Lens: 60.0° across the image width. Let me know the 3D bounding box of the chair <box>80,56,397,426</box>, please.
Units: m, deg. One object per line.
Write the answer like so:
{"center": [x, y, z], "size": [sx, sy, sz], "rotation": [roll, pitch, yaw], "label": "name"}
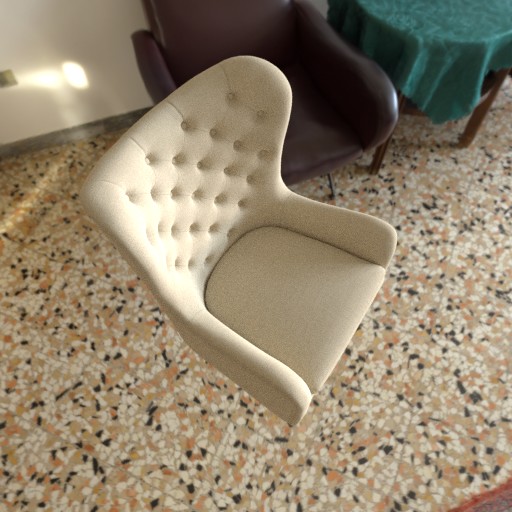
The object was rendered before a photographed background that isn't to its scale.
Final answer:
{"center": [0.000, 0.000, 1.735], "size": [0.929, 1.079, 0.831], "rotation": [29, 64, 16], "label": "chair"}
